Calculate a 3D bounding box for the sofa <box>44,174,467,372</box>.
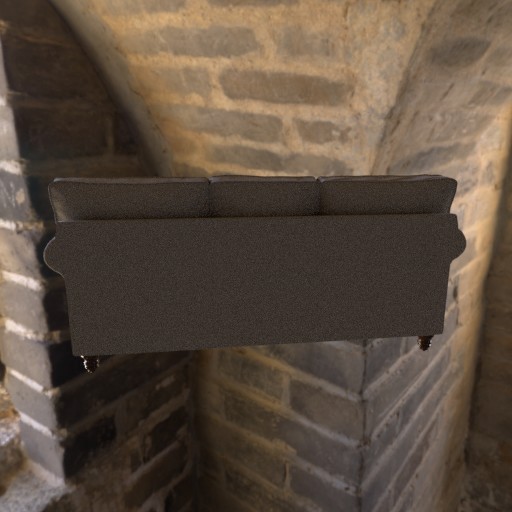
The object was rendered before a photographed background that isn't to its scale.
[{"bbox_3d":[0.000,0.000,2.597,2.084,0.961,0.916,-2,13,-8],"label":"sofa"}]
